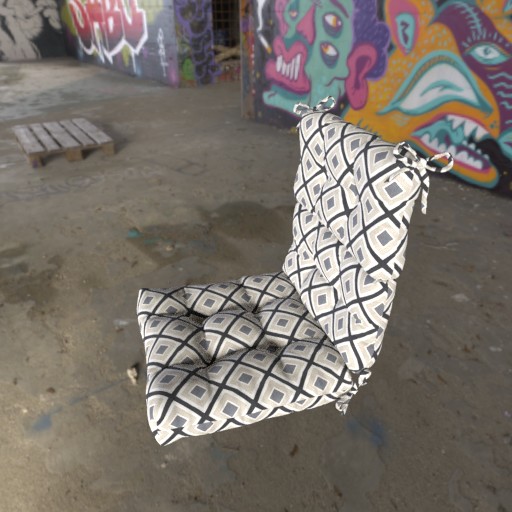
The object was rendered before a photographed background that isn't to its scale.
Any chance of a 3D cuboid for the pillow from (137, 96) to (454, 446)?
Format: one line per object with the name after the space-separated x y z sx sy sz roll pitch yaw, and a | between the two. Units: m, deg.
0.000 0.000 1.017 0.571 0.605 0.519 -8 31 -14 | pillow
